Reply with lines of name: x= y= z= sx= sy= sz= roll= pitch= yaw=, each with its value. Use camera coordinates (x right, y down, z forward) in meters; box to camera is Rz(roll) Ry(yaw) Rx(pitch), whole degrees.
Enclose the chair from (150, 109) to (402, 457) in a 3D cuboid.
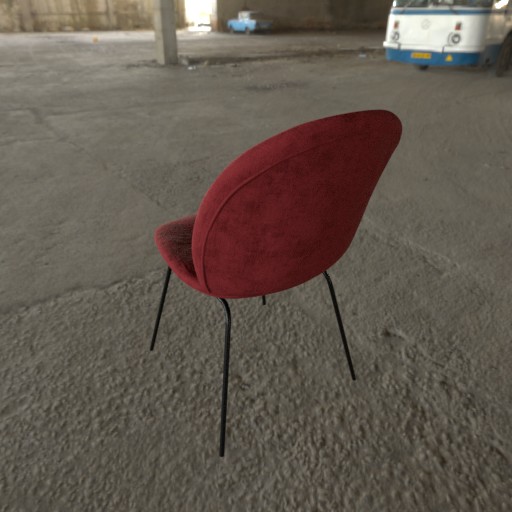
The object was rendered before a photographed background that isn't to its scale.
chair: x=0.000 y=0.000 z=1.113 sx=0.458 sy=0.791 sz=0.587 roll=-18 pitch=34 yaw=-29
